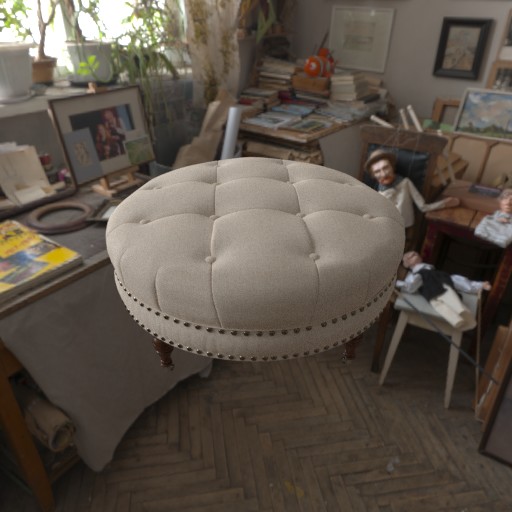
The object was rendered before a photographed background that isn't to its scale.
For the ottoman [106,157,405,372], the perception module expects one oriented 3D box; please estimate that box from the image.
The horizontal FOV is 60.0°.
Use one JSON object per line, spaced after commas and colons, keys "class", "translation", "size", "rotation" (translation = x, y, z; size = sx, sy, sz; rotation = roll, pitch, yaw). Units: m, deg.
{"class": "ottoman", "translation": [0.000, 0.000, 1.501], "size": [0.940, 0.483, 0.940], "rotation": [0, 31, 0]}
